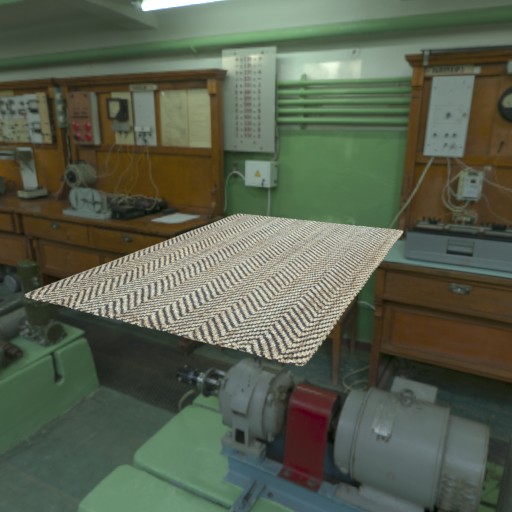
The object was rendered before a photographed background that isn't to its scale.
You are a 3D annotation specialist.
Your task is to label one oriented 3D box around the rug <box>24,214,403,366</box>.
[{"bbox_3d":[0.000,0.000,2.320,1.219,0.008,1.828,8,19,25],"label":"rug"}]
